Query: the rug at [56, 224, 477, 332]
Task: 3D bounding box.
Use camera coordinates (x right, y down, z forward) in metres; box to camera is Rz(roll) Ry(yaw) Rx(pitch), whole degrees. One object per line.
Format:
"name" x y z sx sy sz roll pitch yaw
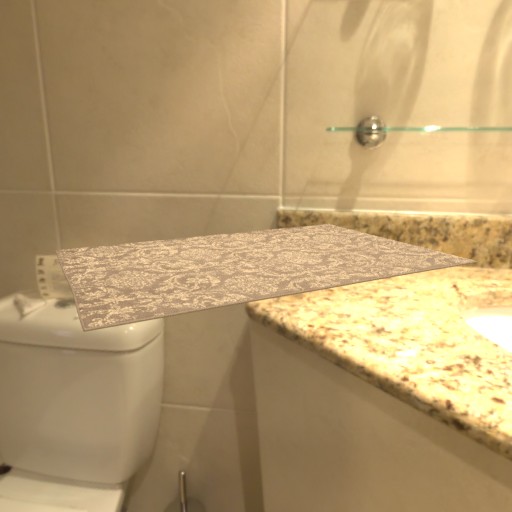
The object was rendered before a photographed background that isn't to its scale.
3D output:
"rug" 0.000 0.000 3.451 2.746 0.018 1.819 -7 16 -27
